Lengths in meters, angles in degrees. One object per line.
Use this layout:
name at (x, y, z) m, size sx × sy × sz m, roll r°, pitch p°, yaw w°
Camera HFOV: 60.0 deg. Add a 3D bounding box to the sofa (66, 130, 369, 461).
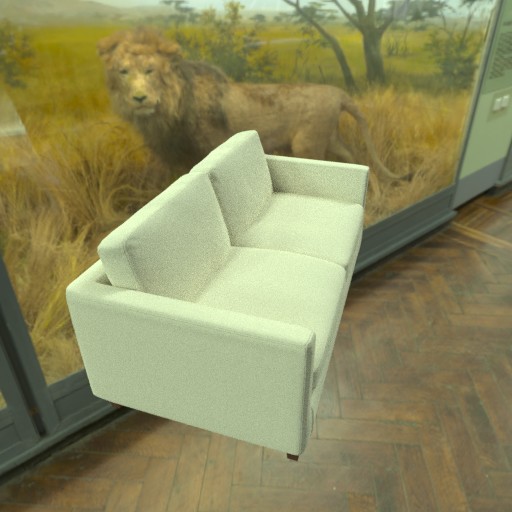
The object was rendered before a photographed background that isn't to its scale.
sofa at (0.000, 0.000, 2.293) m, size 0.964 × 0.888 × 1.702 m, roll 10°, pitch 33°, yaw 16°
